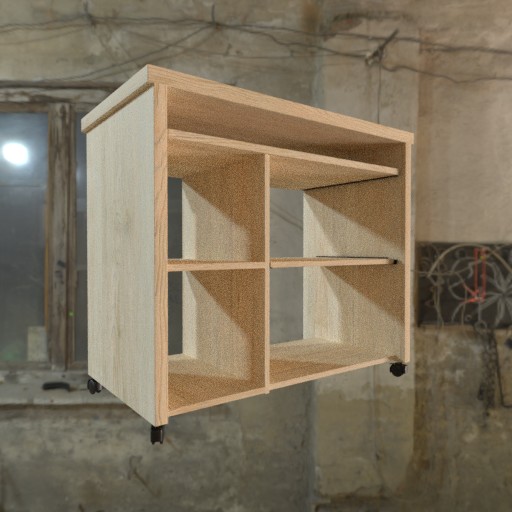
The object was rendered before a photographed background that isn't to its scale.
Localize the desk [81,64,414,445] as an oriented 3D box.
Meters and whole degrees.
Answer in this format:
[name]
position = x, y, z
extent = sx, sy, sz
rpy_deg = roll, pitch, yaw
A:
[desk]
position = 0.000, 0.000, 1.332
extent = 0.885, 0.770, 0.480
rpy_deg = -1, 1, -37
